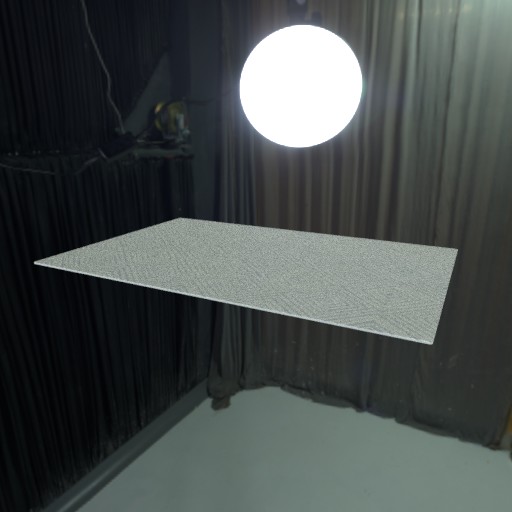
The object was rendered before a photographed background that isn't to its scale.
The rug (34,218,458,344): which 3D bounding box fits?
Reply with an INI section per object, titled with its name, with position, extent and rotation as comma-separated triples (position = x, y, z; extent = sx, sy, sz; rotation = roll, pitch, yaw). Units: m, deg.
[rug]
position = 0.000, 0.000, 2.180
extent = 1.753, 0.008, 1.143
rotation = 8, 19, 26
